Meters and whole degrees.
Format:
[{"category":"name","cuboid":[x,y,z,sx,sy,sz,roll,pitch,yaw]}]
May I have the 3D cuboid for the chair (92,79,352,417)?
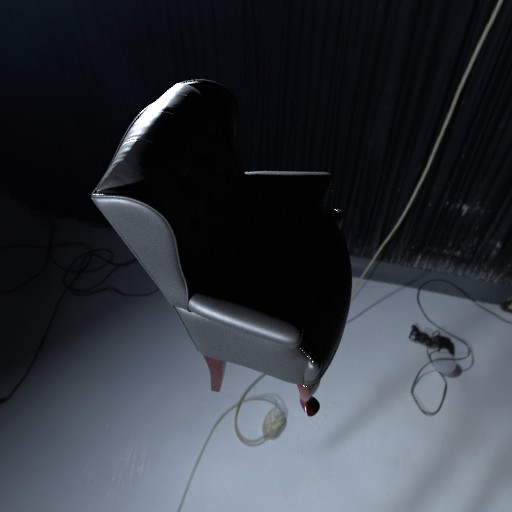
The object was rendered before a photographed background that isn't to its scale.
[{"category":"chair","cuboid":[0.000,0.000,1.681,0.762,1.111,0.838,10,47,9]}]
